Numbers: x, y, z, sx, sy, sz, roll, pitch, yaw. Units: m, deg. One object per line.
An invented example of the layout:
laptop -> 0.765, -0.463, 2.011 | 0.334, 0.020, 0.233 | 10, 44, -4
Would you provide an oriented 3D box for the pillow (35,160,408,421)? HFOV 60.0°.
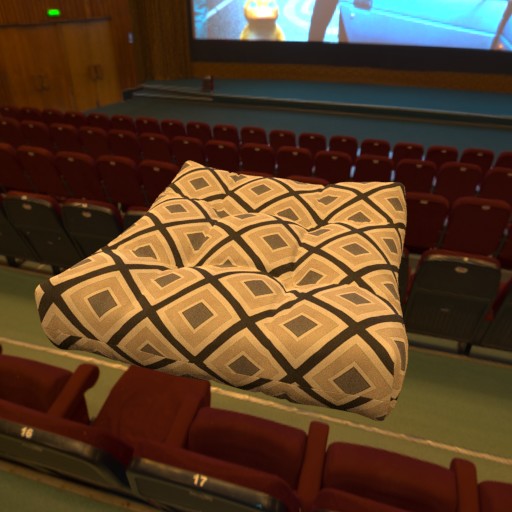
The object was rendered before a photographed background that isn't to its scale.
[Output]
pillow -> 0.000, 0.000, 0.716 | 0.468, 0.128, 0.490 | 9, 33, 13
